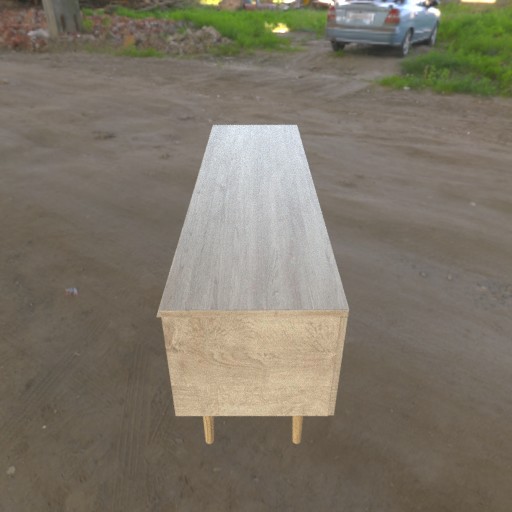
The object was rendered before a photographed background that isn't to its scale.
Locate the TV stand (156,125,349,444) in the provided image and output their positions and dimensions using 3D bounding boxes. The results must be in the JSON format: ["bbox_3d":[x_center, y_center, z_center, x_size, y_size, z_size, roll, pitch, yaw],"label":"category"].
[{"bbox_3d":[0.000,0.000,1.578,0.401,0.565,1.313,0,32,0],"label":"TV stand"}]
